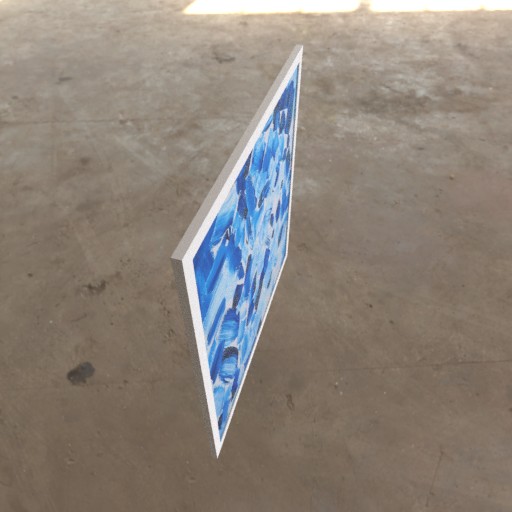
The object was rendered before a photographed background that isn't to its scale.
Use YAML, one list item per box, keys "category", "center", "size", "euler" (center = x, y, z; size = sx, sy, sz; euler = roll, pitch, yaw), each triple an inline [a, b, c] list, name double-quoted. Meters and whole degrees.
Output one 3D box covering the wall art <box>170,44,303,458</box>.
- category: "wall art"
  center: [0.000, 0.000, 0.980]
  size: [0.015, 0.660, 0.660]
  euler: [12, 48, 11]
